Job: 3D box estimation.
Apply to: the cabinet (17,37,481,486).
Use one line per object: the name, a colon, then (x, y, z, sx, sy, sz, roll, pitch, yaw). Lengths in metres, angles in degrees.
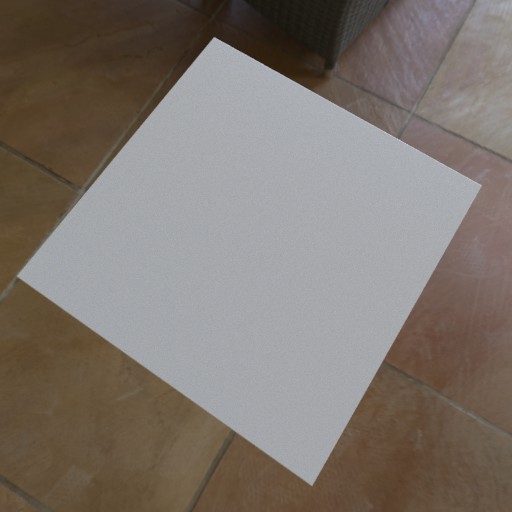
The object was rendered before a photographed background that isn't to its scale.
cabinet: (0.000, 0.000, 1.276, 0.800, 0.460, 0.800, 32, 77, 9)
